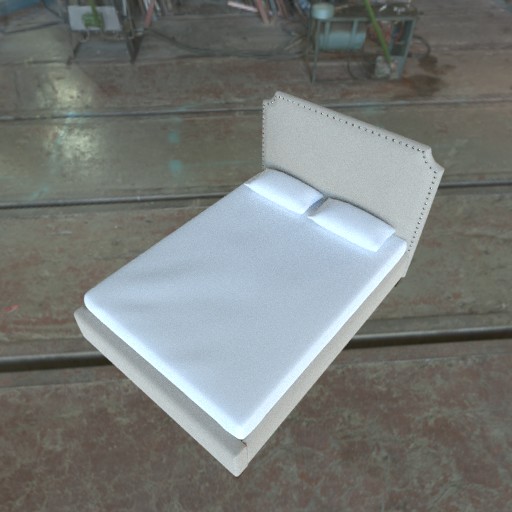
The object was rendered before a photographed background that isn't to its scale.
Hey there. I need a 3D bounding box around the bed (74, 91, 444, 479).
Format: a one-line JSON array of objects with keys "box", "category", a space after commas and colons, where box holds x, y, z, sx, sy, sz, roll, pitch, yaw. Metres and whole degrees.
[{"box": [0.000, 0.000, 3.459, 1.713, 1.443, 2.372, 31, 53, 27], "category": "bed"}]
